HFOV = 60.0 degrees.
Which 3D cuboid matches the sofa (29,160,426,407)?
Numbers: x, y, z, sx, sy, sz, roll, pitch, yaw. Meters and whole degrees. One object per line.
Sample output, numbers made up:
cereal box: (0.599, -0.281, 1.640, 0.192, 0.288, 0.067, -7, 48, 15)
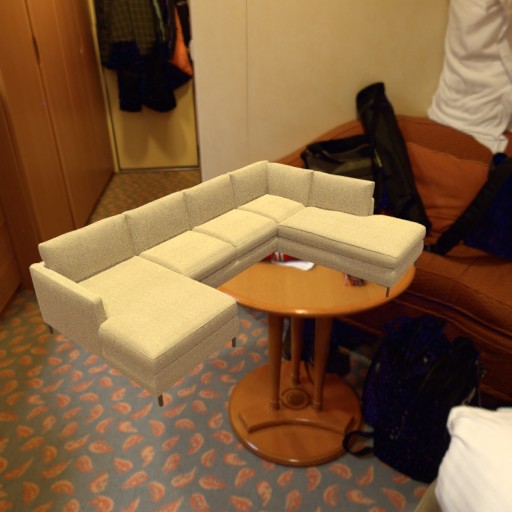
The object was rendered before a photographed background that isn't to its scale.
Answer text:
sofa: (0.000, 0.000, 3.552, 1.879, 0.756, 2.737, 19, 33, 32)
